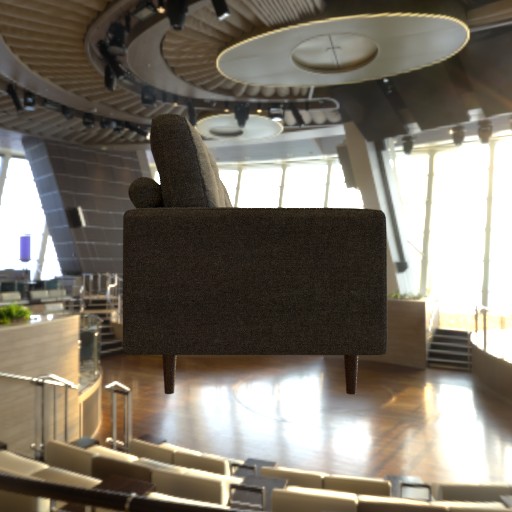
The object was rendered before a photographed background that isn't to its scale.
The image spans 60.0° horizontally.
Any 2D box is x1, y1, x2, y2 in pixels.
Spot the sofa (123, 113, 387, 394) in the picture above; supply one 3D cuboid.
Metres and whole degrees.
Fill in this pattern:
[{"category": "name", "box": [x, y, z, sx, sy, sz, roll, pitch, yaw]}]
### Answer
[{"category": "sofa", "box": [0.000, 0.000, 1.997, 0.842, 0.907, 1.407, 0, -1, 0]}]
